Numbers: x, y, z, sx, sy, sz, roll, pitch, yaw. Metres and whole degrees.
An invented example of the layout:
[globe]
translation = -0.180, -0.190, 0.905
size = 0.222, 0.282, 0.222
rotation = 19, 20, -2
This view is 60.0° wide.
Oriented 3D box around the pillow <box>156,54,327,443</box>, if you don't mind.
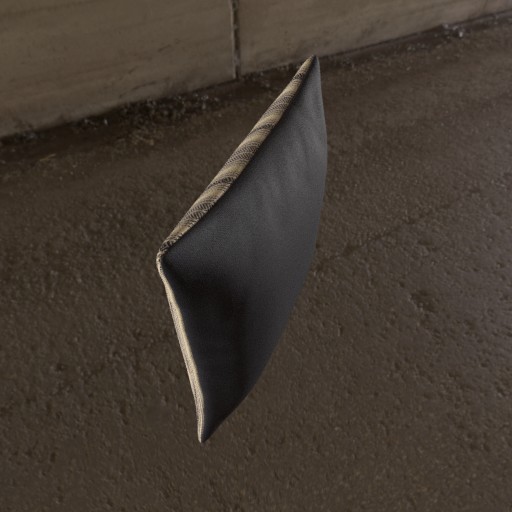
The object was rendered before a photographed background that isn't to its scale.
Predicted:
[pillow]
translation = 0.000, 0.000, 0.782
size = 0.166, 0.508, 0.520
rotation = 17, 49, 15
